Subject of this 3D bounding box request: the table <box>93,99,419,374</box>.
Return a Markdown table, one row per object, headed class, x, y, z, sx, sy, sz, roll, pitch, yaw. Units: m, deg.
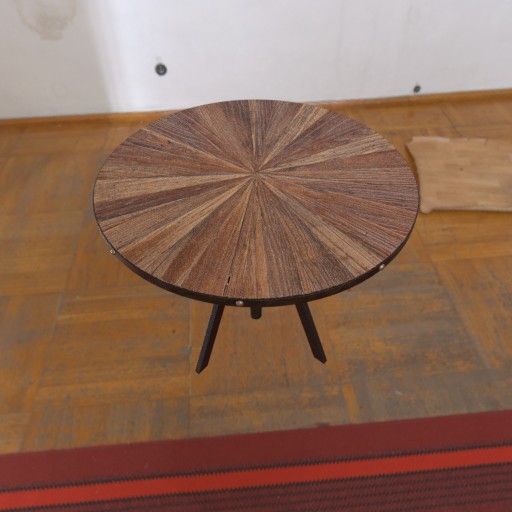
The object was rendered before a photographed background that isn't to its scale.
| class | x | y | z | sx | sy | sz | roll | pitch | yaw |
| --- | --- | --- | --- | --- | --- | --- | --- | --- | --- |
| table | 0.000 | 0.000 | 1.473 | 0.885 | 0.658 | 0.885 | 0 | 46 | 0 |
